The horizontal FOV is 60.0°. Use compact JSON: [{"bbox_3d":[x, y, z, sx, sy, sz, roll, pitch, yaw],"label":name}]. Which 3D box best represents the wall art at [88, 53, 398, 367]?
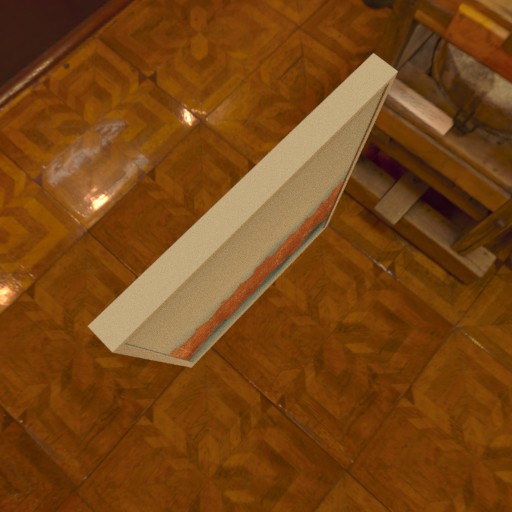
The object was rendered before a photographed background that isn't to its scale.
[{"bbox_3d":[0.000,0.000,0.753,0.039,0.553,0.451,43,79,11],"label":"wall art"}]
